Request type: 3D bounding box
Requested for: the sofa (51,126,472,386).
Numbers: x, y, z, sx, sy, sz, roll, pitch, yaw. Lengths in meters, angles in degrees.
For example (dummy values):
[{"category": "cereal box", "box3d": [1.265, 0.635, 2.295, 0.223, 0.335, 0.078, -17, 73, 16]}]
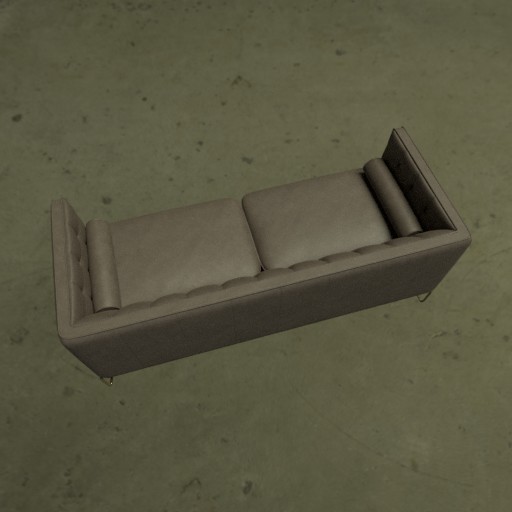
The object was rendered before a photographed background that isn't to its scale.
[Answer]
[{"category": "sofa", "box3d": [0.000, 0.000, 2.624, 2.087, 0.789, 0.867, -14, 60, -8]}]
